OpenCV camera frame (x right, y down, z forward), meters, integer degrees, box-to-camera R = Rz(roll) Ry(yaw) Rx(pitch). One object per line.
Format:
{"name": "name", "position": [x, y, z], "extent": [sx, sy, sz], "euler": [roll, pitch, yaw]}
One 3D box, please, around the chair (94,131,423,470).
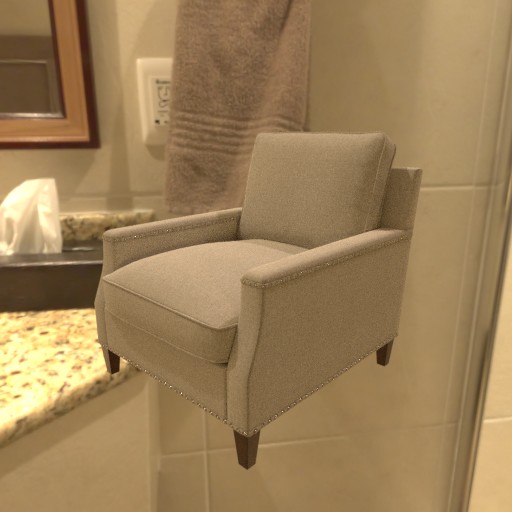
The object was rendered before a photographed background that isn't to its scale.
{"name": "chair", "position": [0.000, 0.000, 1.732], "extent": [0.853, 0.943, 1.014], "euler": [14, 21, 42]}
